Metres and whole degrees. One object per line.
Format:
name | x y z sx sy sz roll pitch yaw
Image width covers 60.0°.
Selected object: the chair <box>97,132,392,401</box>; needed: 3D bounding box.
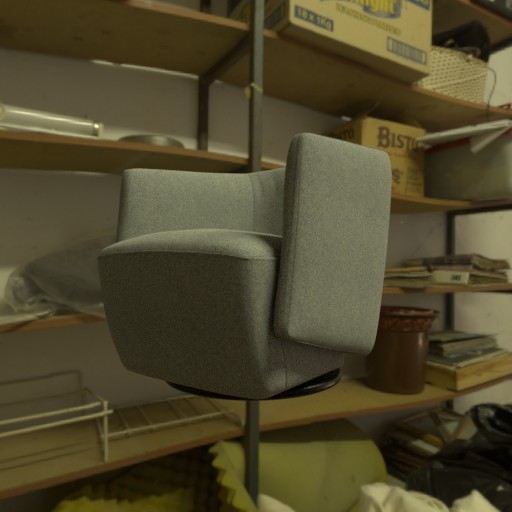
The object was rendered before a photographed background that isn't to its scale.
chair | 0.000 0.000 1.630 0.822 0.861 0.986 -1 -1 38
